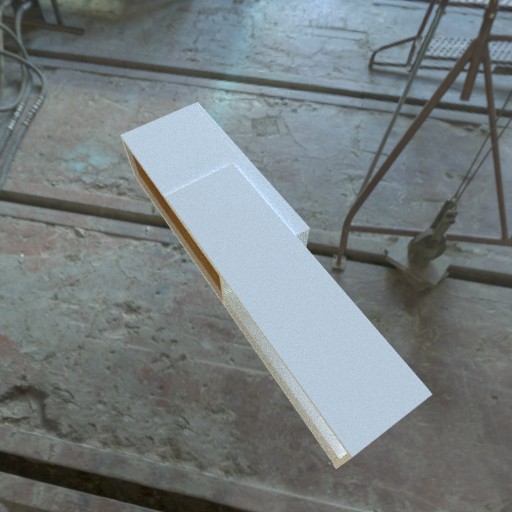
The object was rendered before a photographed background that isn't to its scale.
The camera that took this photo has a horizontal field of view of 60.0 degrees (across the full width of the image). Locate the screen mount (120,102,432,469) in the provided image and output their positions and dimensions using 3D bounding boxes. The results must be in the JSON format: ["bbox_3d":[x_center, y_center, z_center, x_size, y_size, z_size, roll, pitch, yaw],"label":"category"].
[{"bbox_3d":[0.000,0.000,1.907,0.420,0.320,1.680,-30,63,-17],"label":"screen mount"}]
